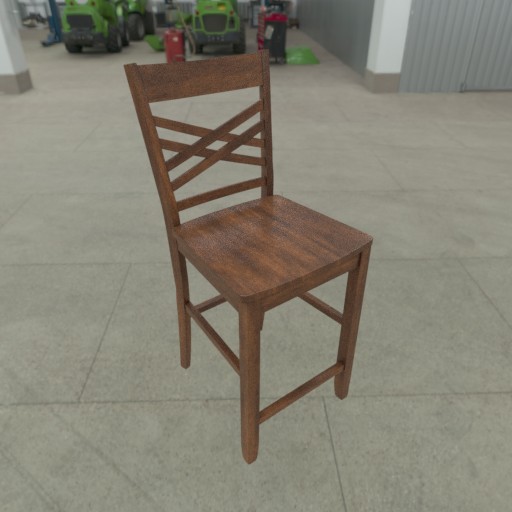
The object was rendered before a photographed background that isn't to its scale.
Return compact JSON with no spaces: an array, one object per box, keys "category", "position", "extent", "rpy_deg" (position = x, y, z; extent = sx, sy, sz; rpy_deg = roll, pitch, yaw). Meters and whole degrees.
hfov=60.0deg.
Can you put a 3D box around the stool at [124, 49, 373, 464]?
[{"category":"stool","position":[0.000,0.000,1.358],"extent":[0.462,1.079,0.539],"rpy_deg":[-22,38,-31]}]
